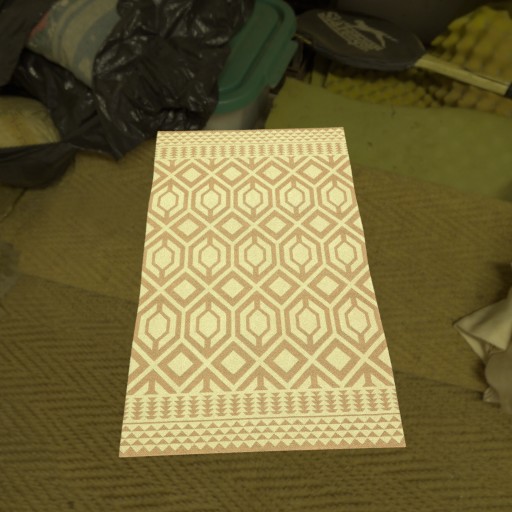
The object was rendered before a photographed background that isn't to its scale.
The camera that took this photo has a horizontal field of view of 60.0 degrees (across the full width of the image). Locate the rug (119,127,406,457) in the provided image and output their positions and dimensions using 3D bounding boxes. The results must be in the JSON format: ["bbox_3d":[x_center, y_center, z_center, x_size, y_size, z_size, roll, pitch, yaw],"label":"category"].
[{"bbox_3d":[0.000,0.000,2.979,1.526,0.011,2.435,-2,58,-1],"label":"rug"}]
